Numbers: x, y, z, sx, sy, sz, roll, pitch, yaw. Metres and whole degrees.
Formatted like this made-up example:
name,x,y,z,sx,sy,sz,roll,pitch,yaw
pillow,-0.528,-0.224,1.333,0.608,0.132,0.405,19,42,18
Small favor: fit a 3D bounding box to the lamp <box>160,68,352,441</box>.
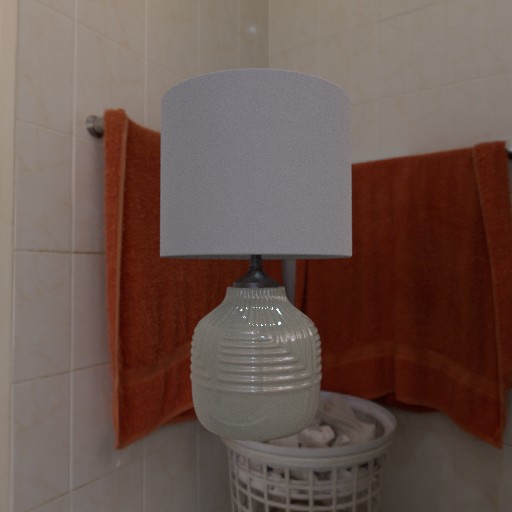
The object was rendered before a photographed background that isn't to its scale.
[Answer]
name,x,y,z,sx,sy,sz,roll,pitch,yaw
lamp,0.000,0.000,0.750,0.318,0.567,0.318,0,-2,0
